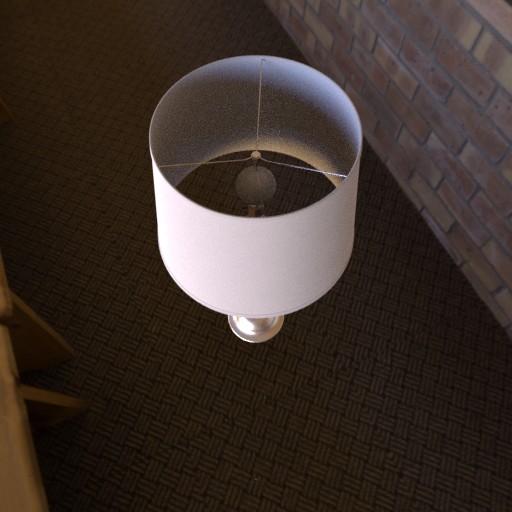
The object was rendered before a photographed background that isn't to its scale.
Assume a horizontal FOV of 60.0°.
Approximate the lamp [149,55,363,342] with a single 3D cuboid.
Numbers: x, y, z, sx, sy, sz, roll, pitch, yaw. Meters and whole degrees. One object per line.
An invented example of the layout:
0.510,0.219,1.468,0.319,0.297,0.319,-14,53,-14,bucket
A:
0.000,0.000,0.856,0.331,0.698,0.331,0,63,0,lamp
